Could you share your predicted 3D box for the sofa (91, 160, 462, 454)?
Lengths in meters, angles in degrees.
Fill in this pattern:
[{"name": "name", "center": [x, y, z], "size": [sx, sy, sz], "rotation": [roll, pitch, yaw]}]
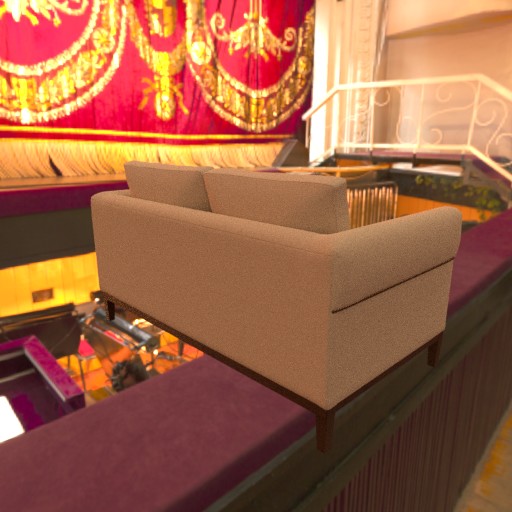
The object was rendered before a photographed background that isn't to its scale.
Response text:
[{"name": "sofa", "center": [0.000, 0.000, 2.137], "size": [0.905, 0.873, 1.598], "rotation": [-14, 21, -42]}]
